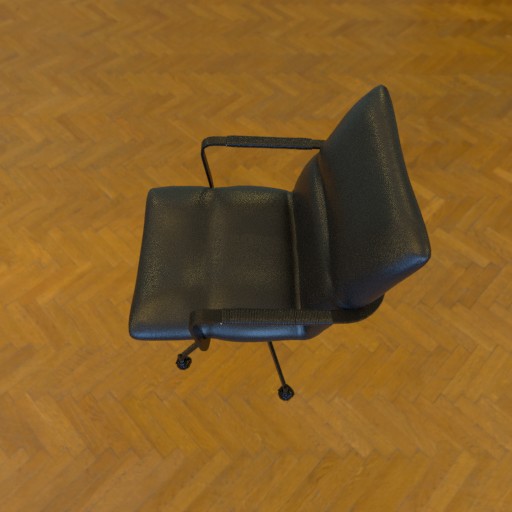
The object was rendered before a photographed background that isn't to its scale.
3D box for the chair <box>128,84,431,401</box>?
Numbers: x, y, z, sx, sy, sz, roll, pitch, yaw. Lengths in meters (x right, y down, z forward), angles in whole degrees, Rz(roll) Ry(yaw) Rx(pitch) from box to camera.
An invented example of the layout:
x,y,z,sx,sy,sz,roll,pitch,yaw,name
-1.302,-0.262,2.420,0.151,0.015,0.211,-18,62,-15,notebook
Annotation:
x,y,z,sx,sy,sz,roll,pitch,yaw,name
0.000,0.000,1.446,0.748,0.922,0.719,-1,58,-1,chair
